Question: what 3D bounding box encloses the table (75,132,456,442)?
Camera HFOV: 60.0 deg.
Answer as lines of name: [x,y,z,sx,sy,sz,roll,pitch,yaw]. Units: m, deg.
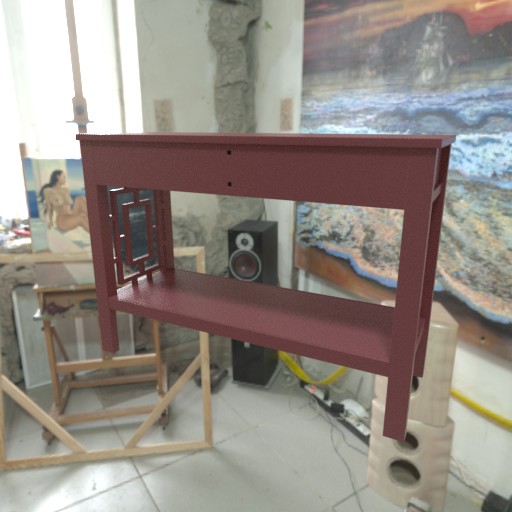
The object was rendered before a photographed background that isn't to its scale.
table: [0.000,0.000,1.422,1.068,0.753,0.397,8,18,26]
